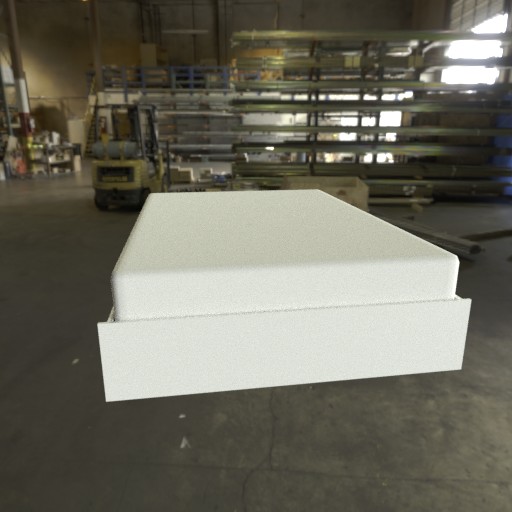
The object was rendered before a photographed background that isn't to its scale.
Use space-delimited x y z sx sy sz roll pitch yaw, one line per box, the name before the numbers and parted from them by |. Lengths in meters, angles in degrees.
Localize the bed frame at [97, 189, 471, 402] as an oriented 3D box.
bed frame | 0.000 0.000 2.614 1.445 0.497 1.945 -3 17 -9
